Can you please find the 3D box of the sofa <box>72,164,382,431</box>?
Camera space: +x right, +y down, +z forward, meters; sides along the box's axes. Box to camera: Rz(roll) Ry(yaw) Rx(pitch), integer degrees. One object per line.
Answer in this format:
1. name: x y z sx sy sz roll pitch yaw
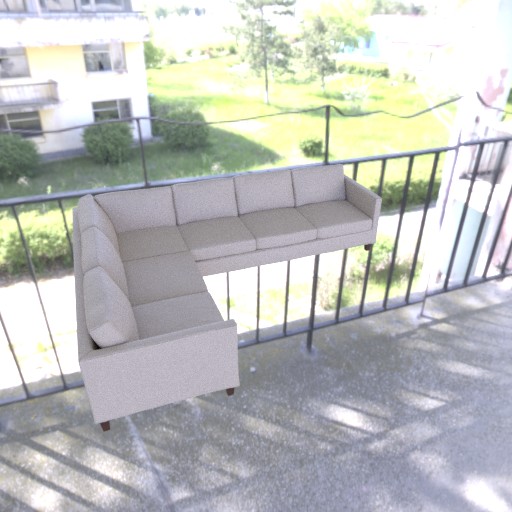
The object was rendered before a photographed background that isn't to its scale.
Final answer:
1. sofa: 0.000 0.000 4.219 3.182 0.863 2.432 -11 32 -18
